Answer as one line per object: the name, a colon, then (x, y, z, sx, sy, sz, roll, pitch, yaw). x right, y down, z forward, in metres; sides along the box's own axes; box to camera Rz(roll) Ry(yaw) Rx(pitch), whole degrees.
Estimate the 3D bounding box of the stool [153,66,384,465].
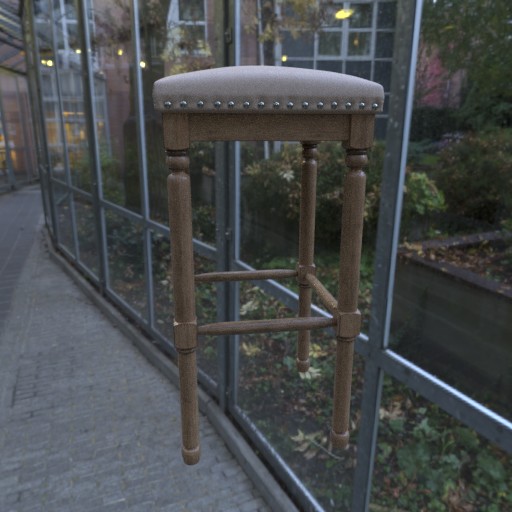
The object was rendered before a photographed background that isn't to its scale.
stool: (0.000, 0.000, 0.978, 0.383, 0.768, 0.382, -2, 16, -8)
